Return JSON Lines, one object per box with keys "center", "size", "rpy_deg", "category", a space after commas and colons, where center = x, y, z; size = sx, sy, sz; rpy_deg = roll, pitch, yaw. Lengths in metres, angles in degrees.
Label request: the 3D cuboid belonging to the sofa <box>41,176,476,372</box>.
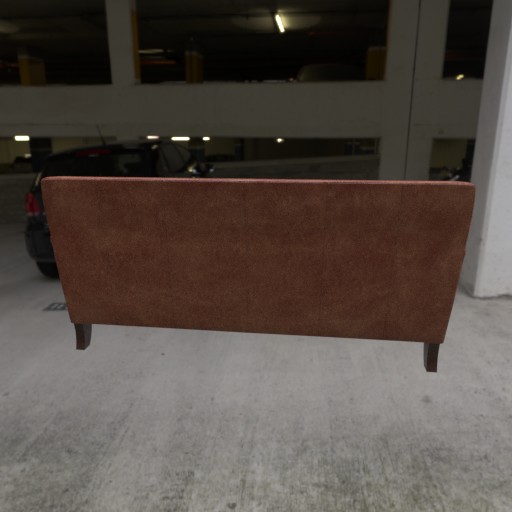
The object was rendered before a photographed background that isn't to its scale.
{"center": [0.000, 0.000, 2.546], "size": [2.053, 0.947, 0.805], "rpy_deg": [2, 15, 7], "category": "sofa"}
